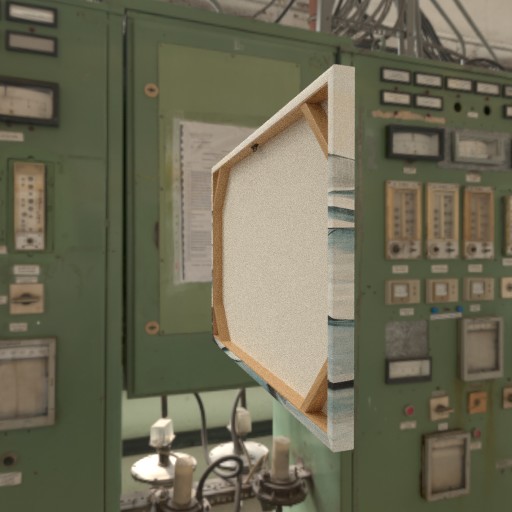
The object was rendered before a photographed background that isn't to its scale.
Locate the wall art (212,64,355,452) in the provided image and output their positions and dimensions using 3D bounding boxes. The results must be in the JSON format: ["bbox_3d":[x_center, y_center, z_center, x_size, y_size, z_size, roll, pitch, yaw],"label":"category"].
[{"bbox_3d":[0.000,0.000,1.133,0.039,0.609,0.914,0,1,-18],"label":"wall art"}]
